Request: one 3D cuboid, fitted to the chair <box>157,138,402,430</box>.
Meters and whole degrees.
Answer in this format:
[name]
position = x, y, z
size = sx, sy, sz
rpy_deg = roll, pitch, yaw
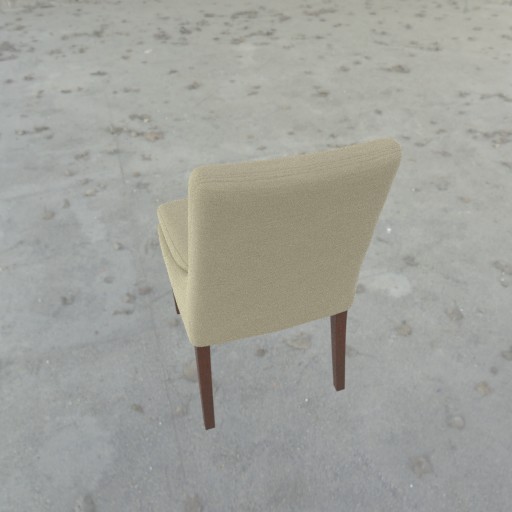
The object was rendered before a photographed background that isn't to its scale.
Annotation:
[chair]
position = 0.000, 0.000, 1.306
size = 0.515, 0.940, 0.638
rpy_deg = -12, 42, -13
